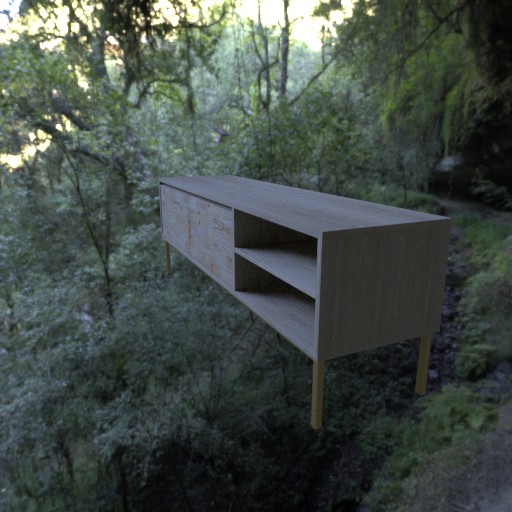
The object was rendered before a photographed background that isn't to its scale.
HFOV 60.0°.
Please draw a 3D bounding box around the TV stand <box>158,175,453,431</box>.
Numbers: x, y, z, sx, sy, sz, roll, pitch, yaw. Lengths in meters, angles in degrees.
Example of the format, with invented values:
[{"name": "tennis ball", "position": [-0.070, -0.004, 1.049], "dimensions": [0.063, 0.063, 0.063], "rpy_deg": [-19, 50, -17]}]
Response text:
[{"name": "TV stand", "position": [0.000, 0.000, 1.884], "dimensions": [0.420, 0.550, 1.600], "rpy_deg": [-7, 16, -25]}]
